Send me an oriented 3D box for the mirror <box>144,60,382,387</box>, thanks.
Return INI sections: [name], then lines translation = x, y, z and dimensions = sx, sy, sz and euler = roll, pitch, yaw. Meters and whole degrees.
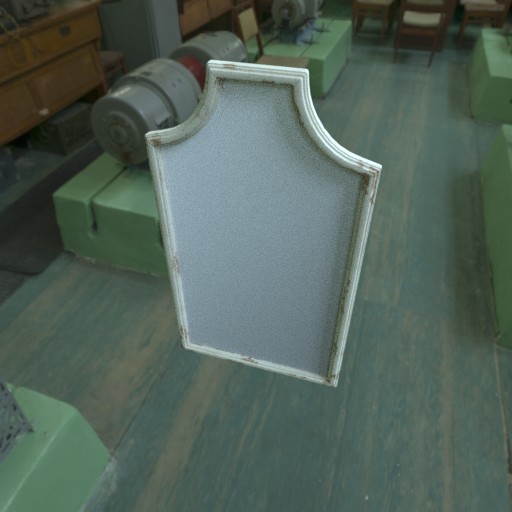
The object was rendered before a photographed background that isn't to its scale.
[mirror]
translation = 0.000, 0.000, 0.872
dimensions = 0.403, 0.717, 0.022
euler = 11, 42, 13
